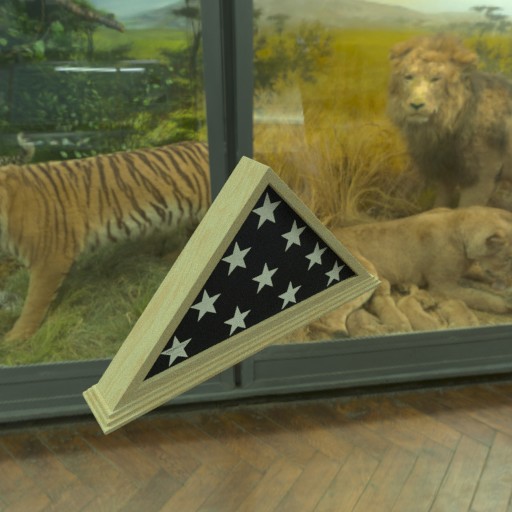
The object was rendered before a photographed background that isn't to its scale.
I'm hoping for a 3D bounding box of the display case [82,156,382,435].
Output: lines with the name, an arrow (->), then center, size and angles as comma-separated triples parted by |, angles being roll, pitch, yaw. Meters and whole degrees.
display case -> 0.000, 0.000, 0.770 | 0.640, 0.340, 0.095 | -22, 37, -32
